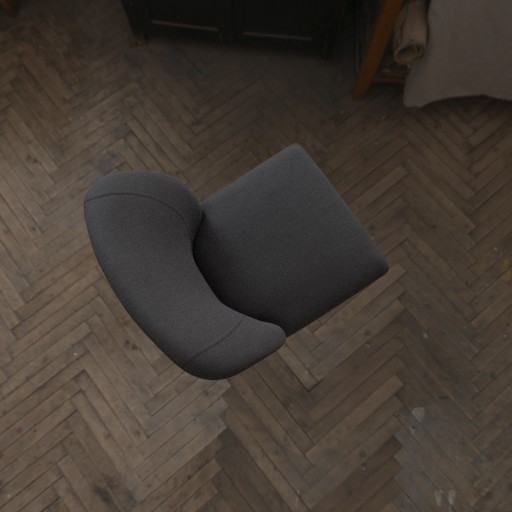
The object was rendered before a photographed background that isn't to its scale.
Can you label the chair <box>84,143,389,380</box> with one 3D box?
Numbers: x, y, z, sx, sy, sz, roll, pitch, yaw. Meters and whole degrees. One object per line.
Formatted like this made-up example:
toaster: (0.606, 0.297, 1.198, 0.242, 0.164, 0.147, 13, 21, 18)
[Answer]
chair: (0.000, 0.000, 1.252, 0.619, 0.879, 0.506, -32, 78, -8)
